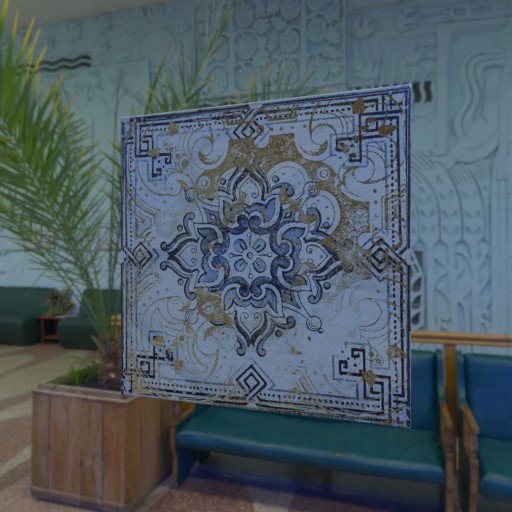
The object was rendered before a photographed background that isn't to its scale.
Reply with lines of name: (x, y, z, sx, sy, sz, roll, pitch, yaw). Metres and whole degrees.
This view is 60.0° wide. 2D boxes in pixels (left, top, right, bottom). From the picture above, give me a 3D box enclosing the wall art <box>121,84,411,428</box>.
wall art: (0.000, 0.000, 0.458, 0.302, 0.306, 0.038, 0, 0, 19)
